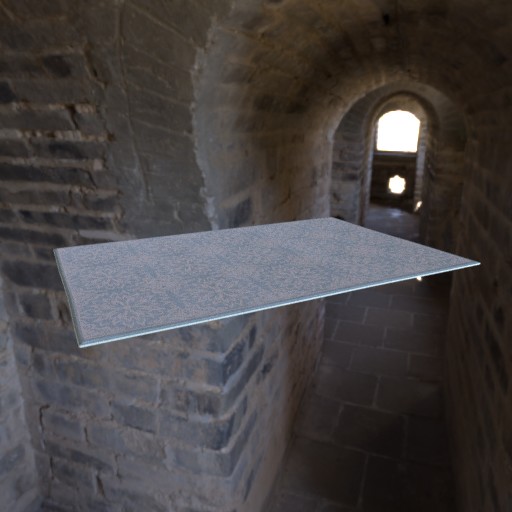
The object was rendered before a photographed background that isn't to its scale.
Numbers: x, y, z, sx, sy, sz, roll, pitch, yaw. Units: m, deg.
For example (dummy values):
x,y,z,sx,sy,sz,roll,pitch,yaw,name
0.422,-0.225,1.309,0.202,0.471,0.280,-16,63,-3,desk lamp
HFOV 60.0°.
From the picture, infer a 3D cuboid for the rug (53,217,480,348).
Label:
x,y,z,sx,sy,sz,roll,pitch,yaw,name
0.000,0.000,3.400,2.746,0.018,1.819,-8,19,-26,rug
